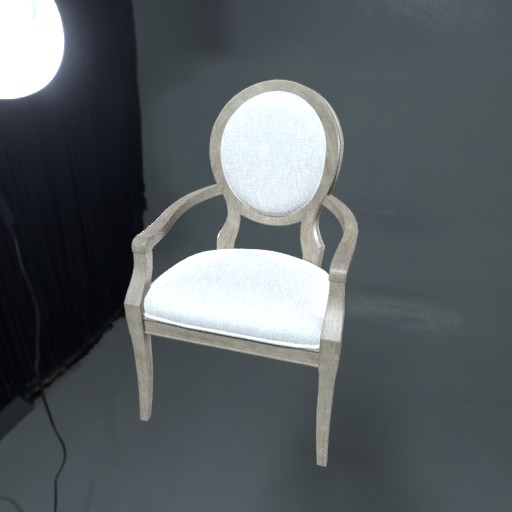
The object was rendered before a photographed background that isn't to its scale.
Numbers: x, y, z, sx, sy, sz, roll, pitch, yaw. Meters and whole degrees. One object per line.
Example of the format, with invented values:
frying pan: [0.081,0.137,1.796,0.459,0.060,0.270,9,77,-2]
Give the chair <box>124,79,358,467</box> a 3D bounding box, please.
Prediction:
chair: [0.000,0.000,1.396,0.611,0.991,0.602,8,28,15]
